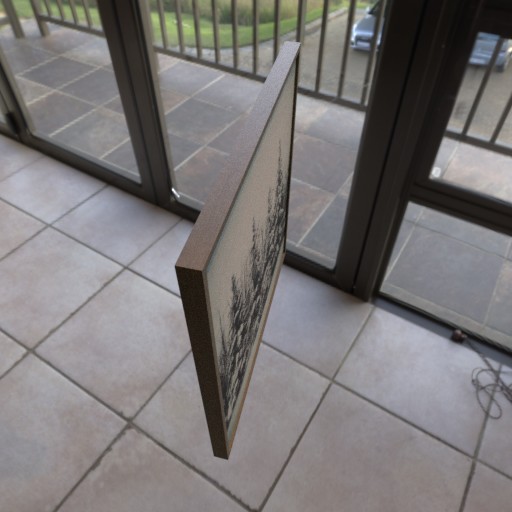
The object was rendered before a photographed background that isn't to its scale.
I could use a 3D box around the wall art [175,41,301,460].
[{"bbox_3d":[0.000,0.000,1.123,0.039,0.758,0.758,10,49,9],"label":"wall art"}]
